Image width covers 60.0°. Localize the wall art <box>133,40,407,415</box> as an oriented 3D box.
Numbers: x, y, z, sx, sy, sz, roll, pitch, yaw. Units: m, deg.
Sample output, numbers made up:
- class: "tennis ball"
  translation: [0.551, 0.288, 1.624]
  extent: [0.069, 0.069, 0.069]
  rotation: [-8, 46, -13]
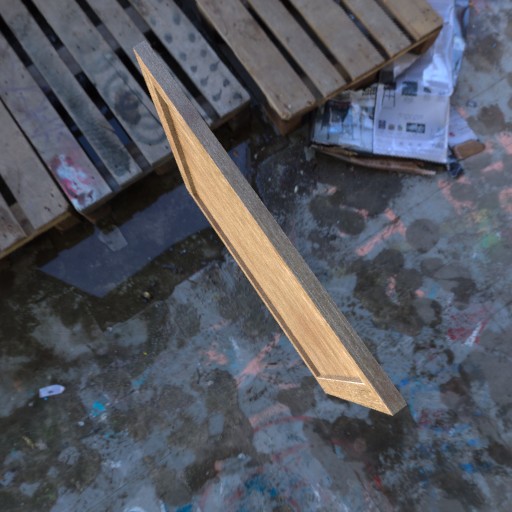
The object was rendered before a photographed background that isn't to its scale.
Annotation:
- class: "wall art"
  translation: [0.000, 0.000, 0.945]
  extent: [0.026, 0.588, 0.690]
  rotation: [-33, 78, -8]
